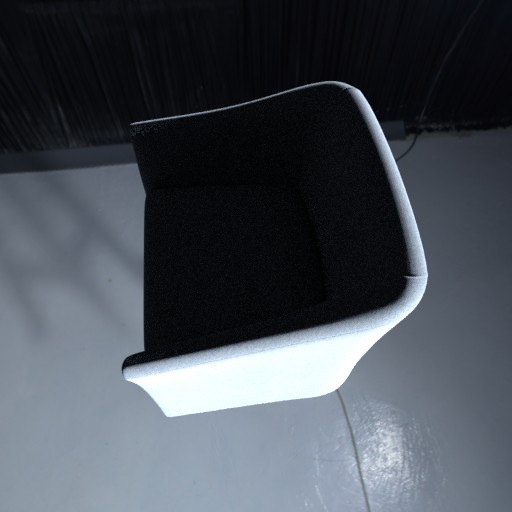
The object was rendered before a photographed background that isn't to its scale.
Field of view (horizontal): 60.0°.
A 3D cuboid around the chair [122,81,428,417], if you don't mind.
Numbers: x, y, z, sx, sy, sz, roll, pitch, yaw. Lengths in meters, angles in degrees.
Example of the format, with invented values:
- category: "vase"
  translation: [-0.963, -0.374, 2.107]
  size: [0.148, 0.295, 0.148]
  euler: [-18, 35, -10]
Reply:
- category: "chair"
  translation: [0.000, 0.000, 1.357]
  size: [0.700, 0.720, 0.790]
  euler: [-6, 59, -4]
